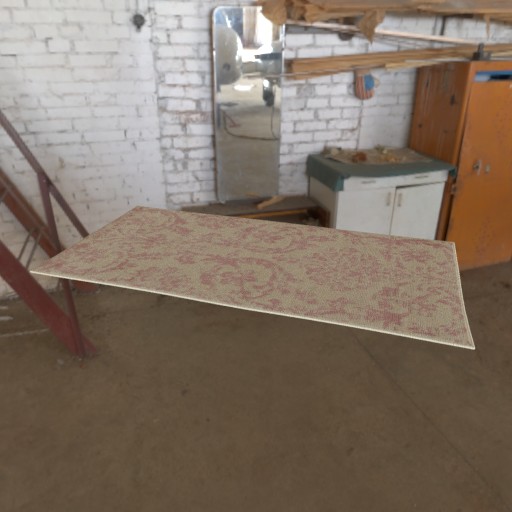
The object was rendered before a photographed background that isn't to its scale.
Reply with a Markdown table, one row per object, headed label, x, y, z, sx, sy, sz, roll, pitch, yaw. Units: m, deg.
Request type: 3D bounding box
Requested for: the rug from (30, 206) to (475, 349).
| label | x | y | z | sx | sy | sz | roll | pitch | yaw |
| --- | --- | --- | --- | --- | --- | --- | --- | --- | --- |
| rug | 0.000 | 0.000 | 1.409 | 1.219 | 0.007 | 0.604 | 8 | 27 | 16 |
